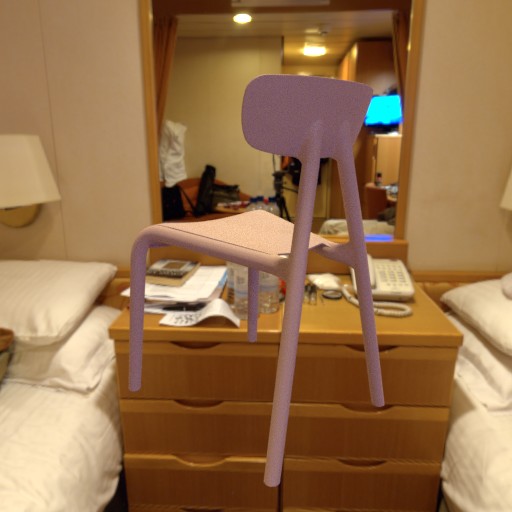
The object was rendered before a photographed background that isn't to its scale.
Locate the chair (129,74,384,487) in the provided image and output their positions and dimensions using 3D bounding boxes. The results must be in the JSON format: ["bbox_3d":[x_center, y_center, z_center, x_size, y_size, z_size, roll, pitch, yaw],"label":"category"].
[{"bbox_3d":[0.000,0.000,0.823,0.356,0.580,0.401,-13,20,-42],"label":"chair"}]
